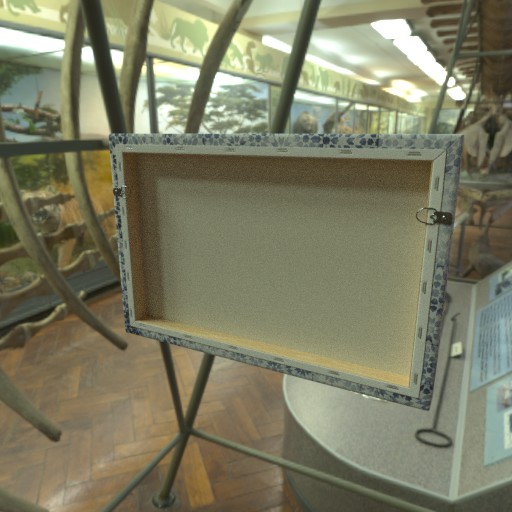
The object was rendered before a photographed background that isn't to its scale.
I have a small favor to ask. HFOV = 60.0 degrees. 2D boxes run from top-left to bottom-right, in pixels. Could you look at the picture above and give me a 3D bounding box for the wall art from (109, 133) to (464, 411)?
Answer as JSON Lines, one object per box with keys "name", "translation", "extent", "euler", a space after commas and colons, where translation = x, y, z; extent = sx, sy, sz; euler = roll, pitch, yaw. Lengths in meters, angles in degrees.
{"name": "wall art", "translation": [0.000, 0.000, 1.145], "extent": [0.911, 0.608, 0.057], "euler": [8, 17, 26]}
